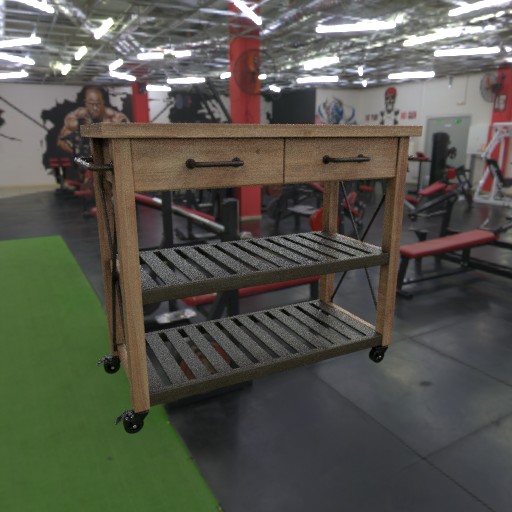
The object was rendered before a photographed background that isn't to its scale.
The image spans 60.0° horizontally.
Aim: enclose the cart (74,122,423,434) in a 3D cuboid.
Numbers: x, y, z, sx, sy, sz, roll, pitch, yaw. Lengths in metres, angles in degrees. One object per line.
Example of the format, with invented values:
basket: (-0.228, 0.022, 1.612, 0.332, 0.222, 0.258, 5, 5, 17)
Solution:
cart: (0.000, 0.000, 0.980, 0.686, 0.554, 0.298, -8, 17, -26)
